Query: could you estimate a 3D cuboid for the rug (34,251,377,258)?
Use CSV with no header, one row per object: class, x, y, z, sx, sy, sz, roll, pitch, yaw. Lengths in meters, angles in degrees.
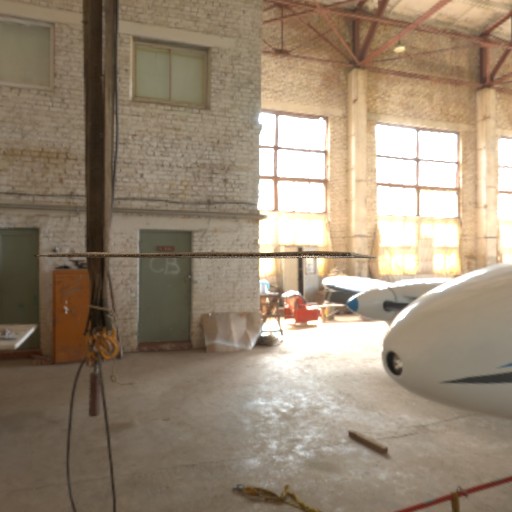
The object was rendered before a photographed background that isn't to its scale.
rug,0.000,0.000,3.085,1.529,0.027,2.434,0,-1,18
